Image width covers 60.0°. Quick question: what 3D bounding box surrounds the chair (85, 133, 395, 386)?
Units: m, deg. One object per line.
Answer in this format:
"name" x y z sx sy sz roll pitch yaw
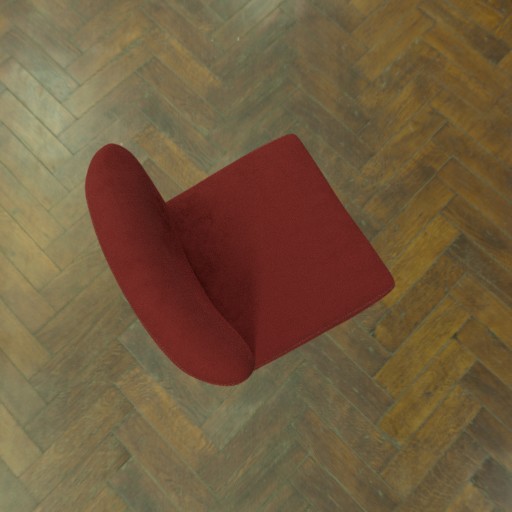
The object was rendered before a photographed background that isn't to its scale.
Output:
"chair" 0.000 0.000 1.167 0.560 0.824 0.530 -30 78 -7
